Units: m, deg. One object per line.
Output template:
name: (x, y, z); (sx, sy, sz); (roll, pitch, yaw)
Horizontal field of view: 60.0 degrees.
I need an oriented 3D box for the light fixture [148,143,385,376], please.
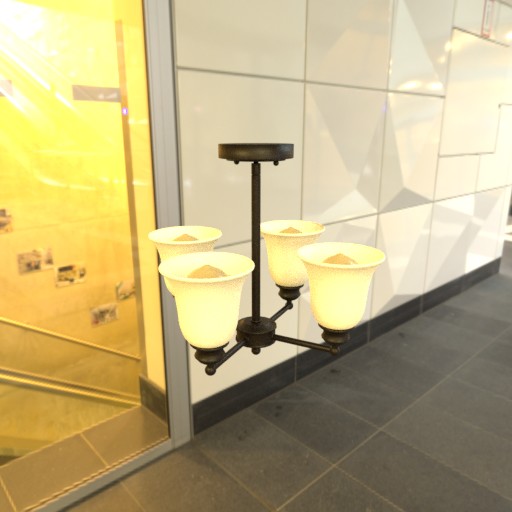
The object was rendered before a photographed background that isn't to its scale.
light fixture: (0.000, 0.000, 1.886); (1.069, 0.925, 1.069); (8, 17, 27)
